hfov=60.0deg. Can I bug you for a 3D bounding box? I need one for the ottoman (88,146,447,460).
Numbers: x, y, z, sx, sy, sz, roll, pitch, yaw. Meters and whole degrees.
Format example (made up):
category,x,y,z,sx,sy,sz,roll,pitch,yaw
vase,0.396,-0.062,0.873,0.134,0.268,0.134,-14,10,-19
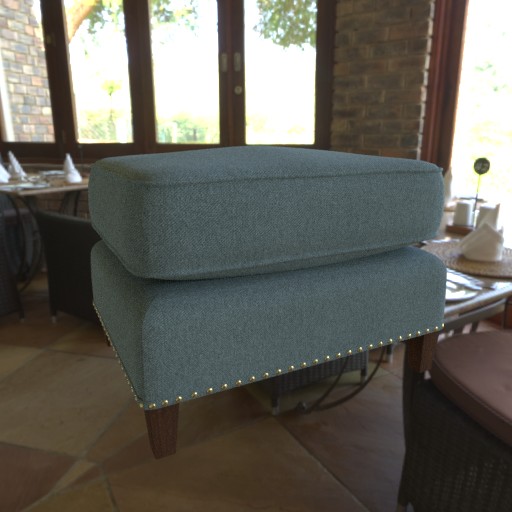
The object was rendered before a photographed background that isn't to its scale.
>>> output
category,x,y,z,sx,sy,sz,roll,pitch,yaw
ottoman,0.000,0.000,1.112,0.738,0.537,0.589,-8,17,-26
